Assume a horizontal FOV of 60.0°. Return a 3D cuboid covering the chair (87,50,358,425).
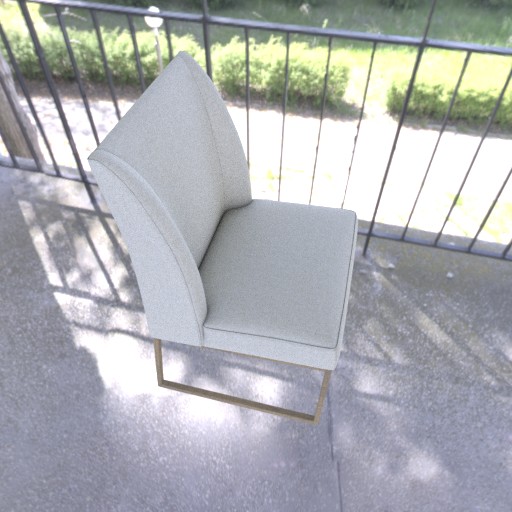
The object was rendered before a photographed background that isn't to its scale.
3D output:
[{"bbox_3d":[0.000,0.000,1.200,0.522,0.863,0.508,10,48,9],"label":"chair"}]
